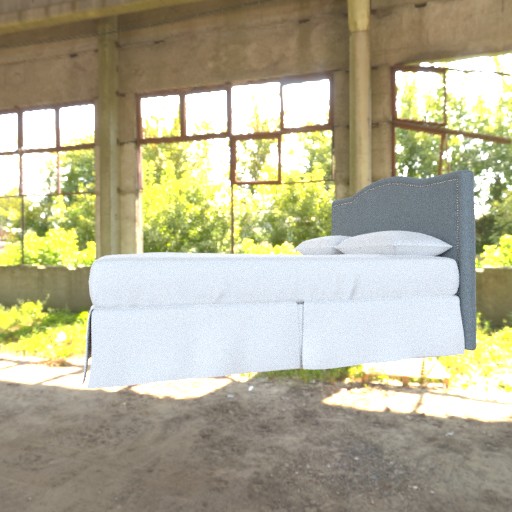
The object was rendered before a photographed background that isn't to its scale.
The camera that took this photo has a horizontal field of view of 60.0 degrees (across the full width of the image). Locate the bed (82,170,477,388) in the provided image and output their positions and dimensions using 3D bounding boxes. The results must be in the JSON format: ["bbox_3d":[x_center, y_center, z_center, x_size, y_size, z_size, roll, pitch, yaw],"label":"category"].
[{"bbox_3d":[0.000,0.000,3.786,2.689,1.457,2.161,0,0,-18],"label":"bed"}]
